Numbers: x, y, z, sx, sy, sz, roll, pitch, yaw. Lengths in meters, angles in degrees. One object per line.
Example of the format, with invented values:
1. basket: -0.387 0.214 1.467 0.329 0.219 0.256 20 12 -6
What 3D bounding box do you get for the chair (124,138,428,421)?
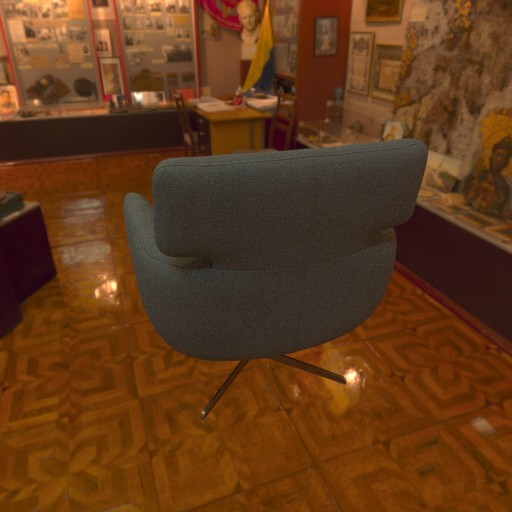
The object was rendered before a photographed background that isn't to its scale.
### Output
1. chair: 0.000 0.000 1.367 0.738 0.813 0.761 -9 29 -16
